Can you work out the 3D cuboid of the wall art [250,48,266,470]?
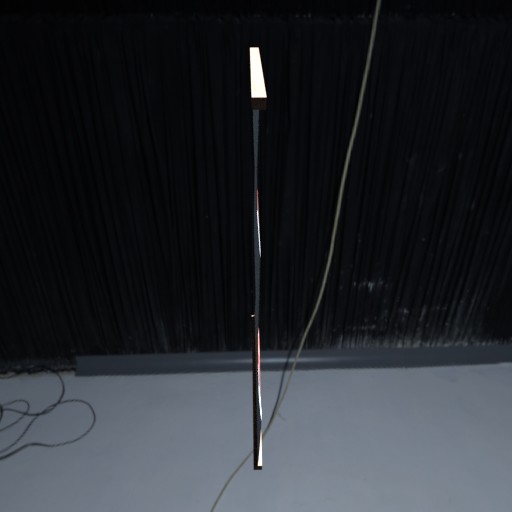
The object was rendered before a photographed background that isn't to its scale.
[{"bbox_3d":[0.000,0.000,0.637,0.012,0.508,0.332,0,32,-1],"label":"wall art"}]
